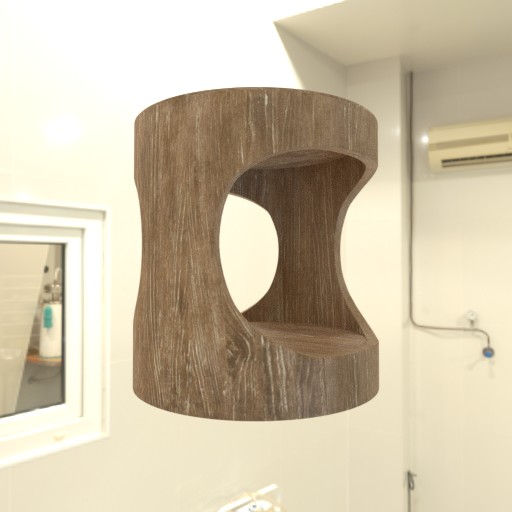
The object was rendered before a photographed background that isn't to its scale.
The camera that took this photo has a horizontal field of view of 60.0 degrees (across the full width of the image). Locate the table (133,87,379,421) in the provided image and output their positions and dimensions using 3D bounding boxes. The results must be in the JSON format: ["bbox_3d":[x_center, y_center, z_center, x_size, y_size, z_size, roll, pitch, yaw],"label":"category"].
[{"bbox_3d":[0.000,0.000,0.990,0.527,0.551,0.527,0,-1,0],"label":"table"}]
